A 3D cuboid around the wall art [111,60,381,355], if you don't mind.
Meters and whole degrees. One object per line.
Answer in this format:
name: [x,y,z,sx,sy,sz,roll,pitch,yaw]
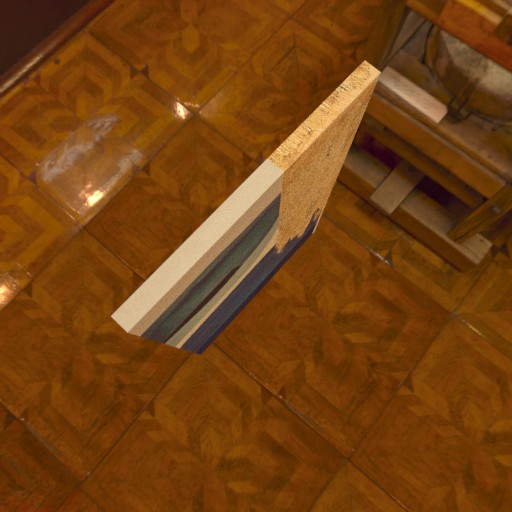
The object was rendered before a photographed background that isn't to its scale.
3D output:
wall art: [0.000,0.000,1.160,0.039,0.911,0.607,41,79,10]
